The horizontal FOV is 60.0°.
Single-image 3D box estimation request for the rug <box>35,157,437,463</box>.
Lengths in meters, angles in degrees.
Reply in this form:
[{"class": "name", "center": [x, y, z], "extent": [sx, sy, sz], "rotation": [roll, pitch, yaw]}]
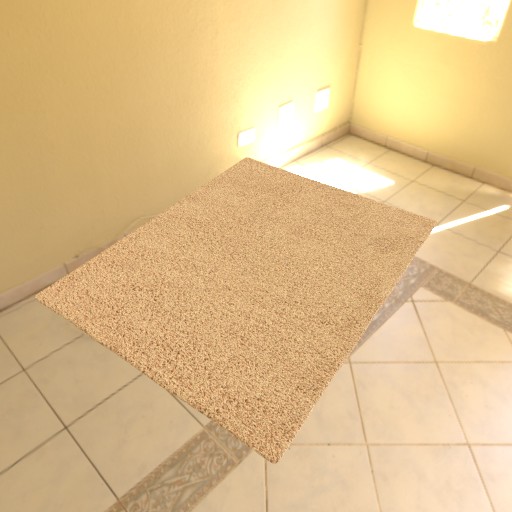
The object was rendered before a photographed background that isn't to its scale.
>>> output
[{"class": "rug", "center": [0.000, 0.000, 4.143], "extent": [2.438, 0.029, 3.047], "rotation": [24, 46, 26]}]
